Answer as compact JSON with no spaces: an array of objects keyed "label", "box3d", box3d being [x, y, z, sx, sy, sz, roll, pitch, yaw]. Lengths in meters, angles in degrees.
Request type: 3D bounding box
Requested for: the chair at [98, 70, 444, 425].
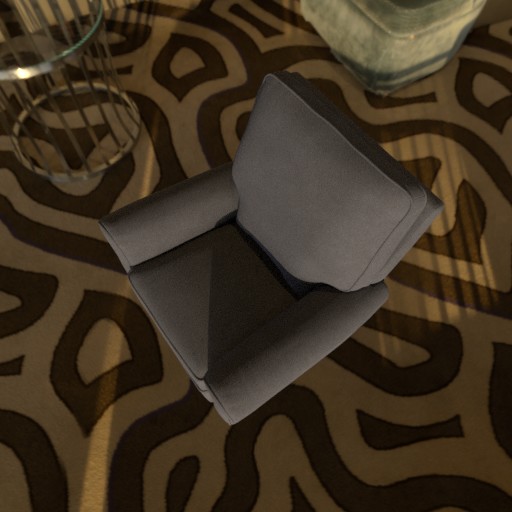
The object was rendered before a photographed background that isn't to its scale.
[{"label":"chair","box3d":[0.000,0.000,1.660,0.878,0.961,0.890,-33,67,-16]}]
